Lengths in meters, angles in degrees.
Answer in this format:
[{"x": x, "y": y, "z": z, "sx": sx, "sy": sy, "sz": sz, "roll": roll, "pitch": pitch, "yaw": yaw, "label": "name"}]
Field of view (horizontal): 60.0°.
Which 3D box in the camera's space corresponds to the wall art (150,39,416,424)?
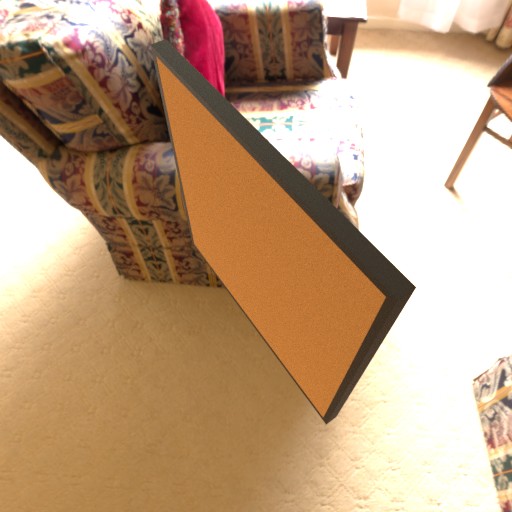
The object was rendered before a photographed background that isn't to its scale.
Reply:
[{"x": 0.000, "y": 0.000, "z": 1.123, "sx": 0.038, "sy": 0.763, "sz": 0.763, "roll": -30, "pitch": 62, "yaw": -18, "label": "wall art"}]
